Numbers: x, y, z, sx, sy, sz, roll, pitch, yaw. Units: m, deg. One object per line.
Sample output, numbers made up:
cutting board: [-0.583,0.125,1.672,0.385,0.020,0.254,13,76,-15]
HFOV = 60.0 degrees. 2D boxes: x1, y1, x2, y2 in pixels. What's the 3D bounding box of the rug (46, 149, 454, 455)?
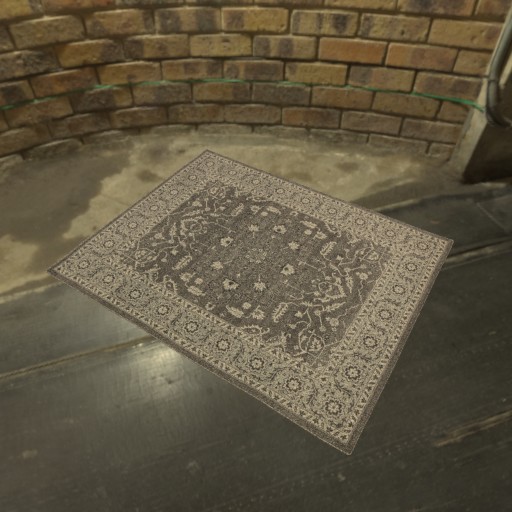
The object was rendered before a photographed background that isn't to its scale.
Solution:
rug: [0.000,0.000,4.224,3.069,0.026,2.451,25,51,22]
